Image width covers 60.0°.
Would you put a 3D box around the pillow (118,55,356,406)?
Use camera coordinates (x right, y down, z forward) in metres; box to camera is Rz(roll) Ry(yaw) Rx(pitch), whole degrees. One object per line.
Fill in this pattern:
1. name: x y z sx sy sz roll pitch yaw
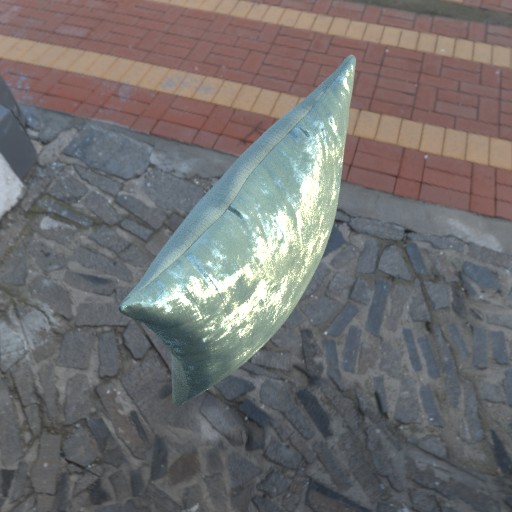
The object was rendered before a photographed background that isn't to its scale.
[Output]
1. pillow: 0.000 0.000 0.709 0.175 0.464 0.470 31 64 17
